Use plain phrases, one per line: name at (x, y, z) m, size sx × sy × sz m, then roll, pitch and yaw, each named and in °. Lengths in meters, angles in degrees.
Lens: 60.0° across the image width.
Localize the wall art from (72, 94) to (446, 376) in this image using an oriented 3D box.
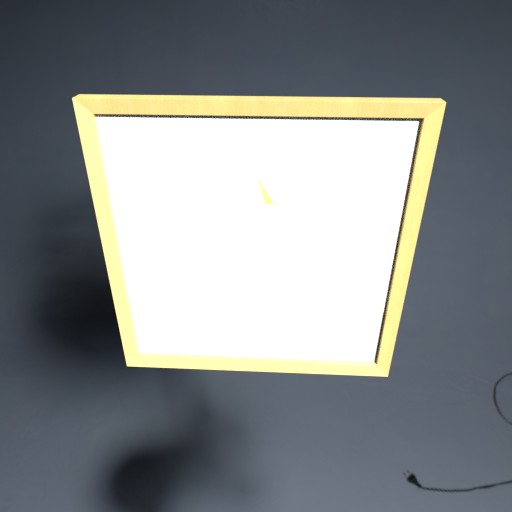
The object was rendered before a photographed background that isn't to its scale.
wall art at (0.000, 0.000, 2.829) m, size 1.935 × 1.936 × 0.097 m, roll 2°, pitch 31°, yaw 3°
